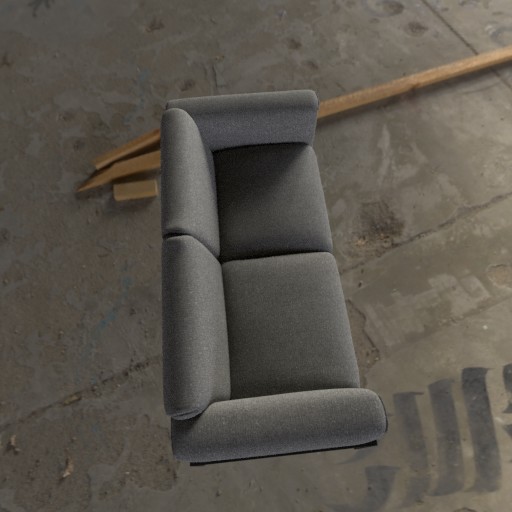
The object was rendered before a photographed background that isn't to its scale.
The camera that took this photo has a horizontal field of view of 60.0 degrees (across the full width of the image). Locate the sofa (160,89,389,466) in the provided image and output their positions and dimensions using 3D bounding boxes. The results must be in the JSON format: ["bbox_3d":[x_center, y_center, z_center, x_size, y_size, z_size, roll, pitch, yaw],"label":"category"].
[{"bbox_3d":[0.000,0.000,2.558,0.985,0.703,2.125,-5,65,-2],"label":"sofa"}]
